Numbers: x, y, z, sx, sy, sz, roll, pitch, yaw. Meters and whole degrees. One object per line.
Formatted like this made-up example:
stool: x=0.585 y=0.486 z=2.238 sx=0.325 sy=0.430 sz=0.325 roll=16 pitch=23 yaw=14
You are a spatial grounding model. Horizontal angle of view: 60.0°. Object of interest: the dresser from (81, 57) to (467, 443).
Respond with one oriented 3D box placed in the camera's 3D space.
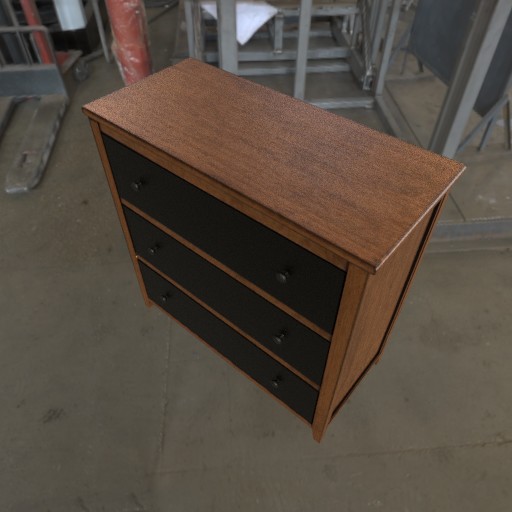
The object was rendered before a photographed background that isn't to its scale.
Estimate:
dresser: x=0.000 y=0.000 z=1.967 sx=1.250 sy=1.224 sz=0.591 roll=32 pitch=55 yaw=26
